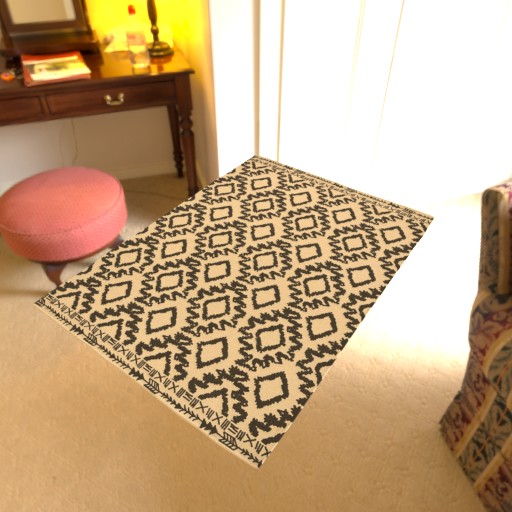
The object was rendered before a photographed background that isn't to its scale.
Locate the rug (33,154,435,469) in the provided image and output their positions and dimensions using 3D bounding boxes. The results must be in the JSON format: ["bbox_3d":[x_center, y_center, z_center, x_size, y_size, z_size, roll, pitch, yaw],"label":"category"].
[{"bbox_3d":[0.000,0.000,4.358,2.444,0.036,3.369,25,47,26],"label":"rug"}]
